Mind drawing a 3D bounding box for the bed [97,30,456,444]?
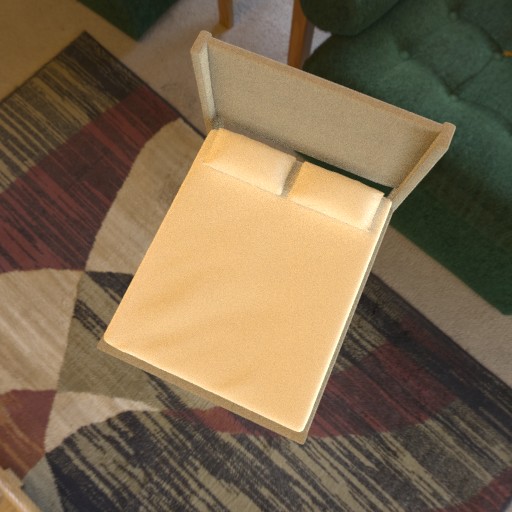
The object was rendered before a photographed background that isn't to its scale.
[{"bbox_3d":[0.000,0.000,3.327,1.774,1.491,2.222,23,77,6],"label":"bed"}]
